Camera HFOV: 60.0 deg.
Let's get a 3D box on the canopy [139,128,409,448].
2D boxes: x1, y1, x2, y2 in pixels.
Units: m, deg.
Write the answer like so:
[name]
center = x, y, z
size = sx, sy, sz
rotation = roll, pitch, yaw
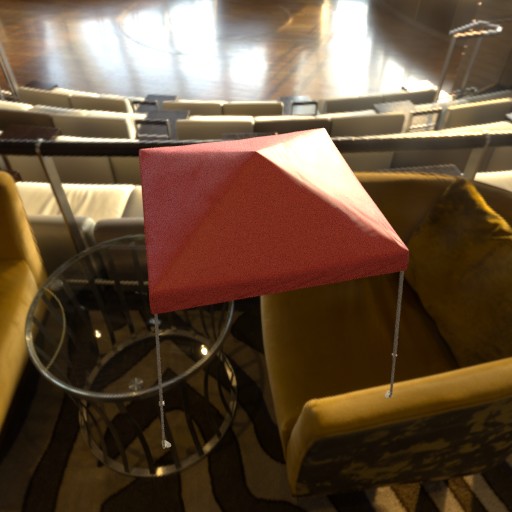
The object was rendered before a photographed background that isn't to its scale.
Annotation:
[canopy]
center = 0.000, 0.000, 6.716
size = 3.599, 3.600, 3.600
rotation = -9, 45, -9
